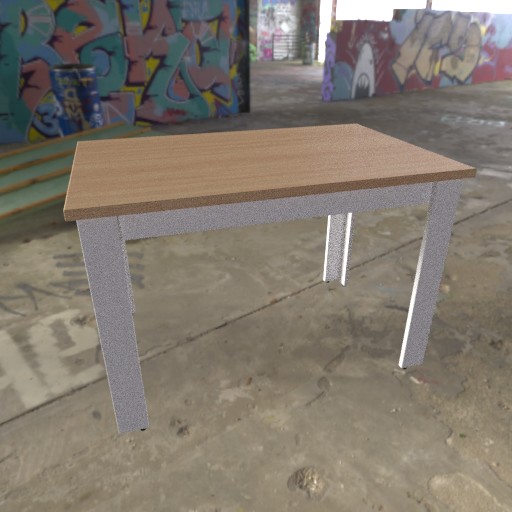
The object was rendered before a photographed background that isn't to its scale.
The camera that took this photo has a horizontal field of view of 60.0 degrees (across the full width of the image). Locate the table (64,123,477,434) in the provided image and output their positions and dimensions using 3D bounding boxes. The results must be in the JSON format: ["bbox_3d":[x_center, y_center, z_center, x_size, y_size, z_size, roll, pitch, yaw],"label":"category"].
[{"bbox_3d":[0.000,0.000,1.579,1.100,0.734,0.700,-8,28,-15],"label":"table"}]
